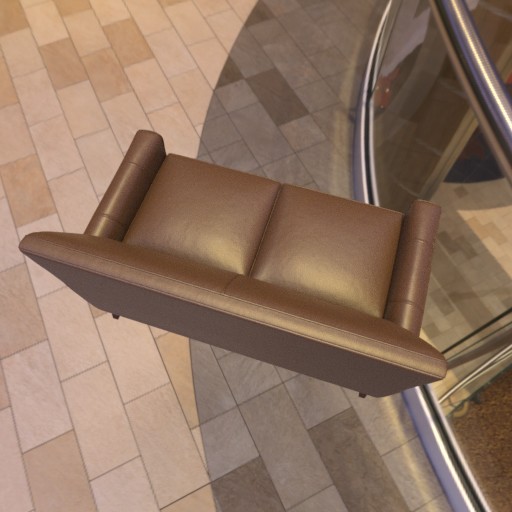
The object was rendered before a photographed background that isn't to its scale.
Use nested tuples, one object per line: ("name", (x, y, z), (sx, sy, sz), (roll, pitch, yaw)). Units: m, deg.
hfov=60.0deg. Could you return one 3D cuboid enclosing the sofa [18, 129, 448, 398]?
("sofa", (0.000, 0.000, 1.990), (1.468, 0.859, 0.853), (16, 65, 8))
